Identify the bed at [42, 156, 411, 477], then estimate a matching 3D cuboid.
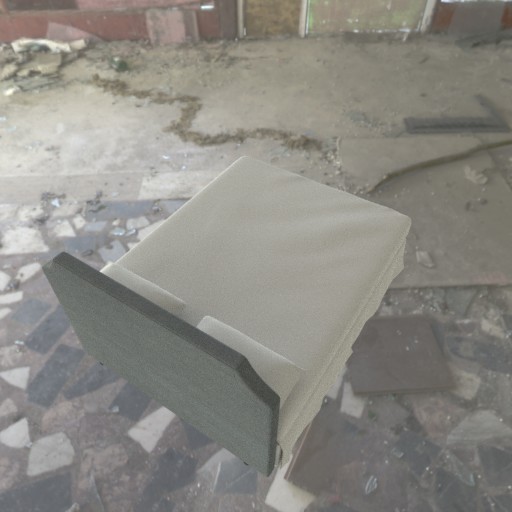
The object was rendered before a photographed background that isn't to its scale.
[{"bbox_3d":[0.000,0.000,3.640,1.977,1.306,2.464,25,51,22],"label":"bed"}]
